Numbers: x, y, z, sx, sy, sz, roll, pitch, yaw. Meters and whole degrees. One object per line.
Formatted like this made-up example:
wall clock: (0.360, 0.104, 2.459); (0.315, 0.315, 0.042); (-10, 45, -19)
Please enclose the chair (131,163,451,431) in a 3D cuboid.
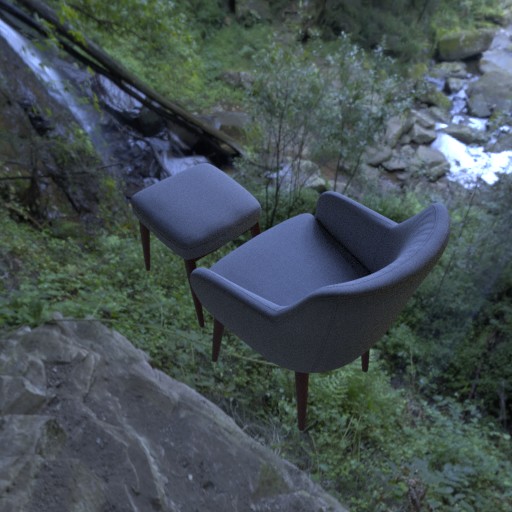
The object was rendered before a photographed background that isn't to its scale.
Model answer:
chair: (0.000, 0.000, 1.524); (0.584, 0.799, 1.107); (-32, 54, -27)
